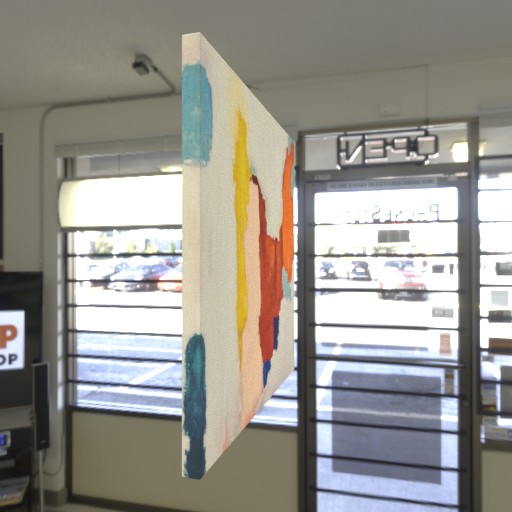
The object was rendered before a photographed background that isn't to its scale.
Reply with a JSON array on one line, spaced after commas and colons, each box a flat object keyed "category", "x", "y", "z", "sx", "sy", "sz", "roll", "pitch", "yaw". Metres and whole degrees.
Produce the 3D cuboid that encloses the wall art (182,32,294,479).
[{"category": "wall art", "x": 0.000, "y": 0.000, "z": 1.198, "sx": 0.037, "sy": 0.814, "sz": 0.814, "roll": 0, "pitch": 0, "yaw": 17}]
